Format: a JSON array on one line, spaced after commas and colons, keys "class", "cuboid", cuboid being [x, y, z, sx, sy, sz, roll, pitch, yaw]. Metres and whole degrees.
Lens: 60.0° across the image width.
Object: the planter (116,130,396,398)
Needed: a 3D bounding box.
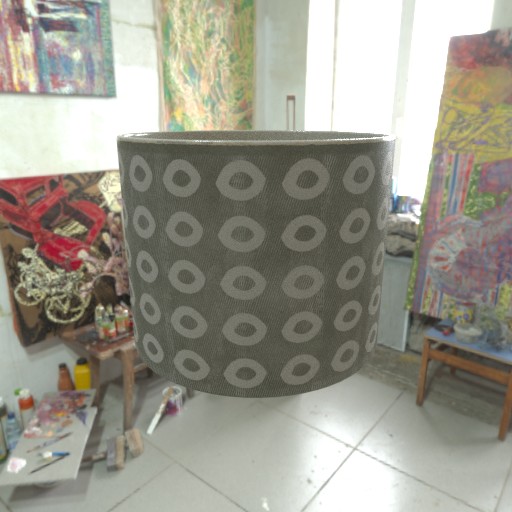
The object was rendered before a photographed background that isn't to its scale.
[{"class": "planter", "cuboid": [0.000, 0.000, 0.449, 0.250, 0.239, 0.250, 0, 17, 0]}]
